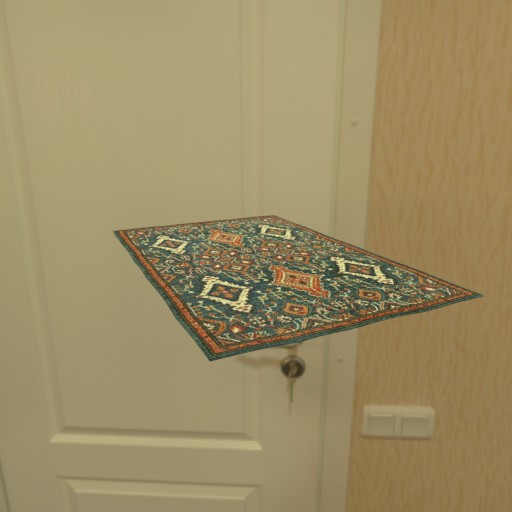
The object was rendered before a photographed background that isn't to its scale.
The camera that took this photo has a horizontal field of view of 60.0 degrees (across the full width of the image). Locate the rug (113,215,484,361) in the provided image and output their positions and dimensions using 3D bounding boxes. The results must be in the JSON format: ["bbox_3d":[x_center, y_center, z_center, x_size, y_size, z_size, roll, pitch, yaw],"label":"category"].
[{"bbox_3d":[0.000,0.000,4.278,2.190,0.008,3.371,-8,18,-25],"label":"rug"}]
